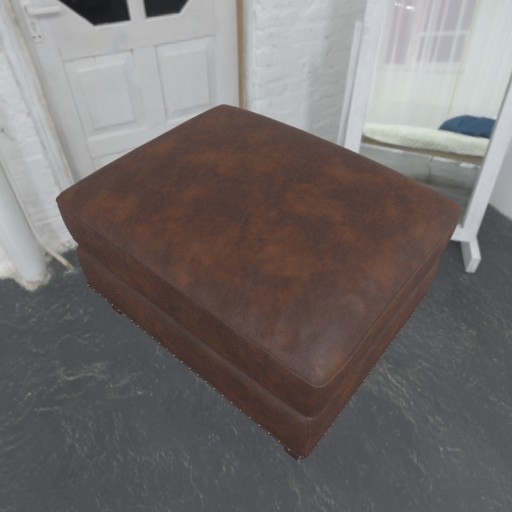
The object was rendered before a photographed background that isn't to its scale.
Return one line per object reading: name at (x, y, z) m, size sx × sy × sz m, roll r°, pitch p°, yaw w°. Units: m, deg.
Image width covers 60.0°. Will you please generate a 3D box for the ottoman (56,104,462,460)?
ottoman at (0.000, 0.000, 1.114) m, size 0.742 × 0.486 × 0.586 m, roll 31°, pitch 54°, yaw 26°
